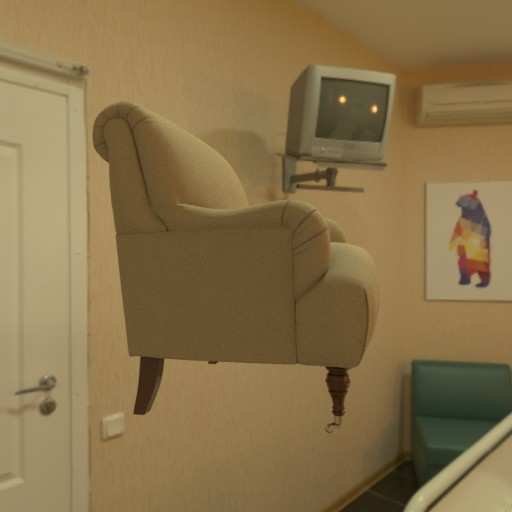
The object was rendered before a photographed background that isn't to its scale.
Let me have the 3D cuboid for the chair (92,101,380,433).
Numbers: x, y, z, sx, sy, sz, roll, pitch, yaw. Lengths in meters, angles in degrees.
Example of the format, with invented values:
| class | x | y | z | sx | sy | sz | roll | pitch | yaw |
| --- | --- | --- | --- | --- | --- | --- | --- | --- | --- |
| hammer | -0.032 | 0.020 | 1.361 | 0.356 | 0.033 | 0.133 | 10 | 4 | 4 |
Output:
| class | x | y | z | sx | sy | sz | roll | pitch | yaw |
| --- | --- | --- | --- | --- | --- | --- | --- | --- | --- |
| chair | 0.000 | 0.000 | 1.558 | 0.842 | 0.942 | 0.766 | 0 | 1 | 15 |
